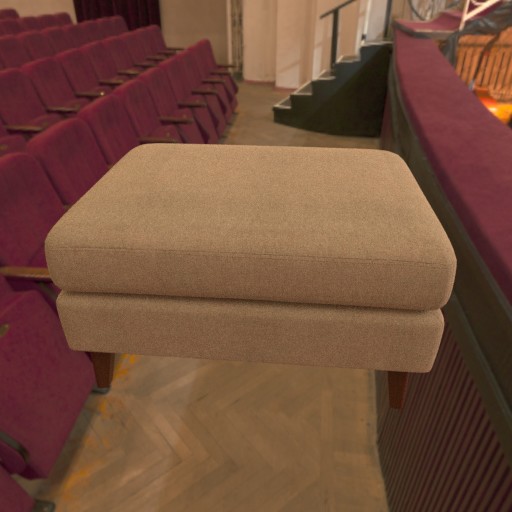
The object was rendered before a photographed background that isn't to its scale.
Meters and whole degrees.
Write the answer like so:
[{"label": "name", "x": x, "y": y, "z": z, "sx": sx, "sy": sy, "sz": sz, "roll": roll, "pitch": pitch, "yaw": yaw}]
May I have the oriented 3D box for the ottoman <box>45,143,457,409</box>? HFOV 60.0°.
[{"label": "ottoman", "x": 0.000, "y": 0.000, "z": 1.190, "sx": 0.823, "sy": 0.478, "sz": 0.610, "roll": 3, "pitch": 32, "yaw": 4}]
